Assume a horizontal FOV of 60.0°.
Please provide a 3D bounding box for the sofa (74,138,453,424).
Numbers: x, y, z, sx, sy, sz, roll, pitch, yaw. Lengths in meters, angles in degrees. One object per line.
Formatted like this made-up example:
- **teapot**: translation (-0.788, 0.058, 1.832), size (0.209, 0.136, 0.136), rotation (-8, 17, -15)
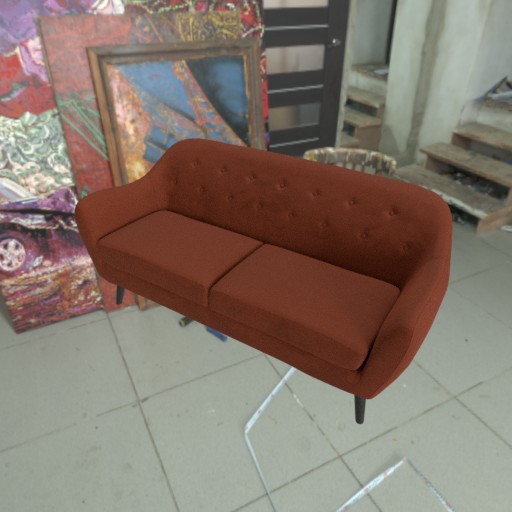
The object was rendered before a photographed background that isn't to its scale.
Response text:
- **sofa**: translation (0.000, 0.000, 2.297), size (1.840, 0.836, 0.820), rotation (19, 37, 28)
